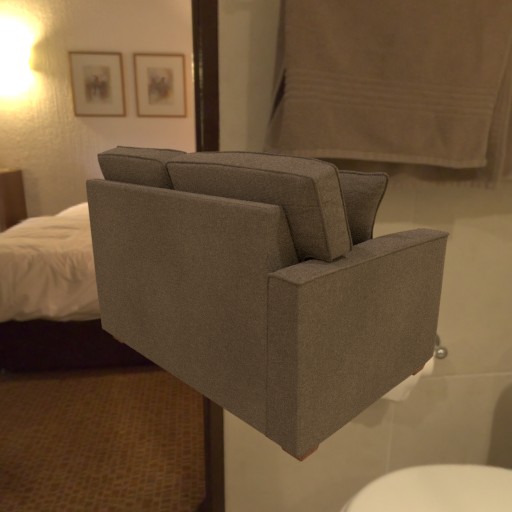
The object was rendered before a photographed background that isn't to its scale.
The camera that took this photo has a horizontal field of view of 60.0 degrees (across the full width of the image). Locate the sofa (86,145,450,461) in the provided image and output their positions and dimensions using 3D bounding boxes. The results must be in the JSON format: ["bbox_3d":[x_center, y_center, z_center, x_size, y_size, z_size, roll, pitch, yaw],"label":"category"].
[{"bbox_3d":[0.000,0.000,2.066,0.991,0.989,1.388,-14,21,-42],"label":"sofa"}]
